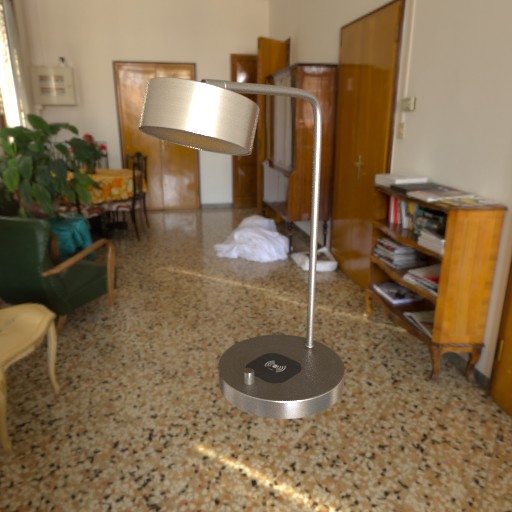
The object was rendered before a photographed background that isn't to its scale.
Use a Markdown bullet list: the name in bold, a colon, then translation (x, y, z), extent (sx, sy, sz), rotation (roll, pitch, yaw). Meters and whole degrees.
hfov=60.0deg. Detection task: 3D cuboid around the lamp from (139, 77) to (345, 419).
- **lamp**: translation (0.000, 0.000, 0.643), extent (0.211, 0.469, 0.334), rotation (16, 23, 41)
